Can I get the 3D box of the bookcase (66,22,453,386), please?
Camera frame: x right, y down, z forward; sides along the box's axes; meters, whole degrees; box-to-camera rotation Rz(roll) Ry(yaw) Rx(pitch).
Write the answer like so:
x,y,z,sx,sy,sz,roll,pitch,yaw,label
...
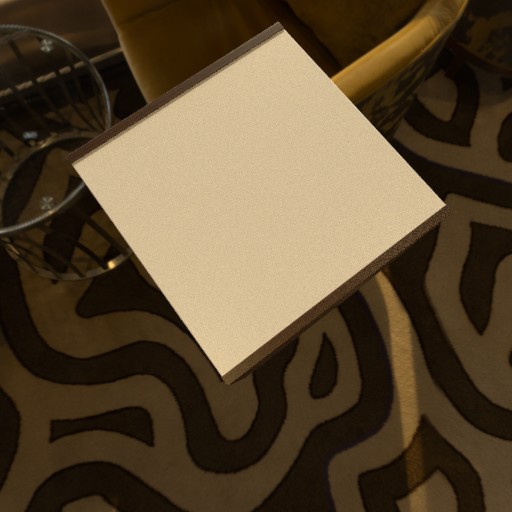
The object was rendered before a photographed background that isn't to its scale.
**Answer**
x,y,z,sx,sy,sz,roll,pitch,yaw,label
0.000,0.000,0.759,0.290,0.600,0.300,-36,78,-9,bookcase
